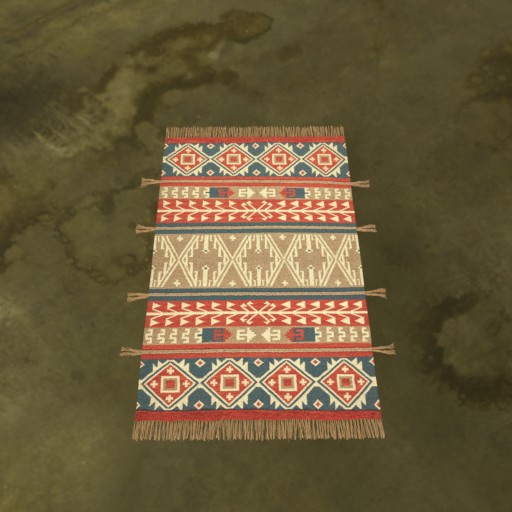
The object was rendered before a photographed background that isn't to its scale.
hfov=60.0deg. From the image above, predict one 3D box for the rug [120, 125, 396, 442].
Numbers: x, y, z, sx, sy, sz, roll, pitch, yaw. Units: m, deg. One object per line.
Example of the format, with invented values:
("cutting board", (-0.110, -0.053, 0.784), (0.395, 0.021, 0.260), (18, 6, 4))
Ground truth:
("rug", (0.000, 0.000, 3.157), (1.778, 0.048, 2.450), (0, 63, 0))
